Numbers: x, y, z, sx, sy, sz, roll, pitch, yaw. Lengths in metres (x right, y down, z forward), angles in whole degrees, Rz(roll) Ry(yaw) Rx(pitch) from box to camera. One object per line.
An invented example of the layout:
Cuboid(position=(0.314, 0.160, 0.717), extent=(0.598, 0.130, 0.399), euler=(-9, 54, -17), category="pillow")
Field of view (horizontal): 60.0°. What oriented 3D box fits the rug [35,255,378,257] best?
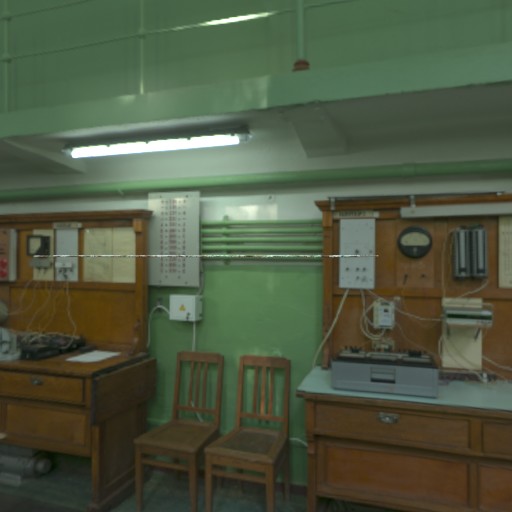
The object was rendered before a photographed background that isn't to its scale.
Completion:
Cuboid(position=(0.000, 0.000, 2.347), extent=(1.219, 0.008, 1.829), euler=(0, 0, 17), category="rug")
